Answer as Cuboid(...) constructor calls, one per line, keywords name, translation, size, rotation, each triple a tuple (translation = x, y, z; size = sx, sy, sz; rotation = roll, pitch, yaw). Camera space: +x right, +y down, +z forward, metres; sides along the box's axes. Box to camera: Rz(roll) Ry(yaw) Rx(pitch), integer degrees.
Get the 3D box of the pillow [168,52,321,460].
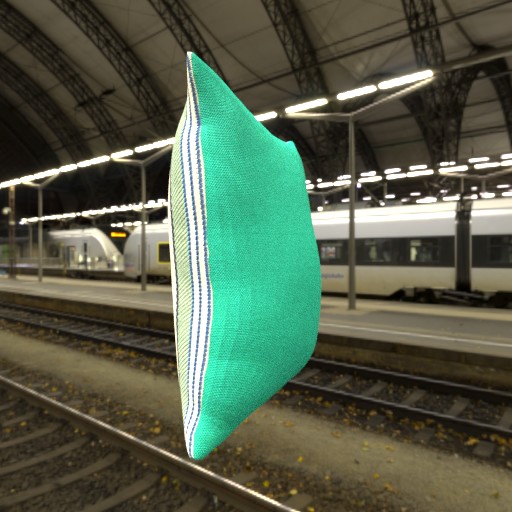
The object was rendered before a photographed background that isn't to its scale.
Cuboid(name="pillow", translation=(0.000, 0.000, 0.665), size=(0.182, 0.441, 0.440), rotation=(0, 0, 19))
